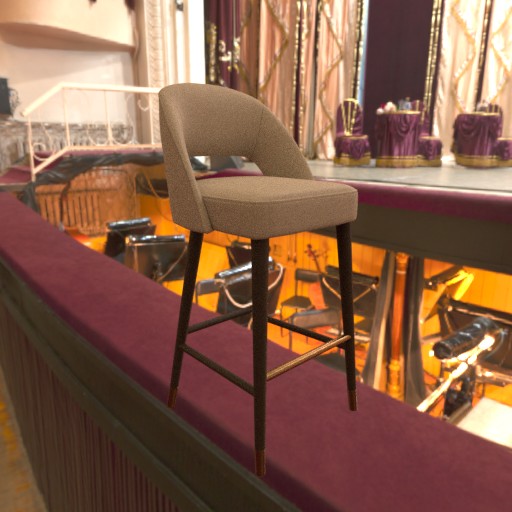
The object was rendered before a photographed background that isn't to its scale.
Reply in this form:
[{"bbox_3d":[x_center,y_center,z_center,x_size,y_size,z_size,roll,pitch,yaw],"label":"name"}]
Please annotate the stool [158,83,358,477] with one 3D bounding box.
[{"bbox_3d":[0.000,0.000,1.364,0.494,1.037,0.509,-13,19,-42],"label":"stool"}]
